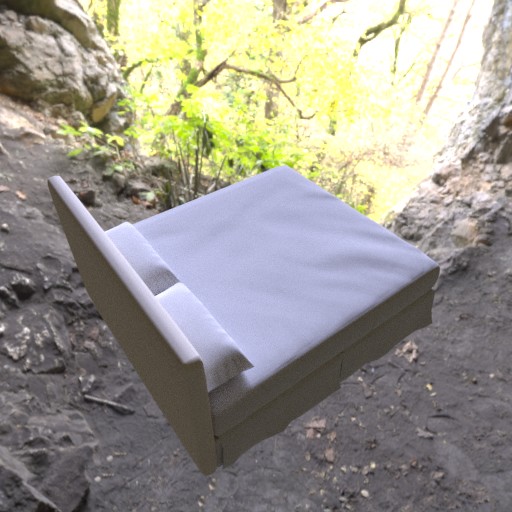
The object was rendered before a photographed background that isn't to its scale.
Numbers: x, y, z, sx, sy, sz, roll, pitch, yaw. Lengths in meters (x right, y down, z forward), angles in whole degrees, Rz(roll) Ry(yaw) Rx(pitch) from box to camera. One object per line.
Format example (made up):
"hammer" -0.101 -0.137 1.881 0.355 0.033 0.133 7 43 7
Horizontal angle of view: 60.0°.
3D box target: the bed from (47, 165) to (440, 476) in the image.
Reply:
"bed" 0.000 0.000 3.561 2.341 1.317 2.119 -27 48 -26
